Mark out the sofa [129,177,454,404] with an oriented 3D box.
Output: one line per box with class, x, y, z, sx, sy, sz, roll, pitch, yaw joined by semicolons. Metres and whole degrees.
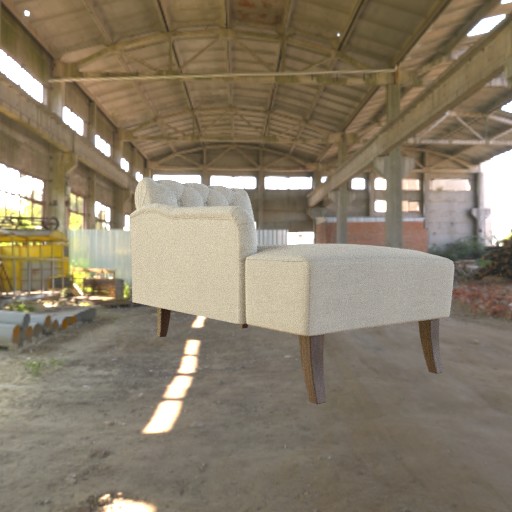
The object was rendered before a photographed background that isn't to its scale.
sofa;0.000;0.000;1.852;0.675;0.787;1.379;1;-1;-36
